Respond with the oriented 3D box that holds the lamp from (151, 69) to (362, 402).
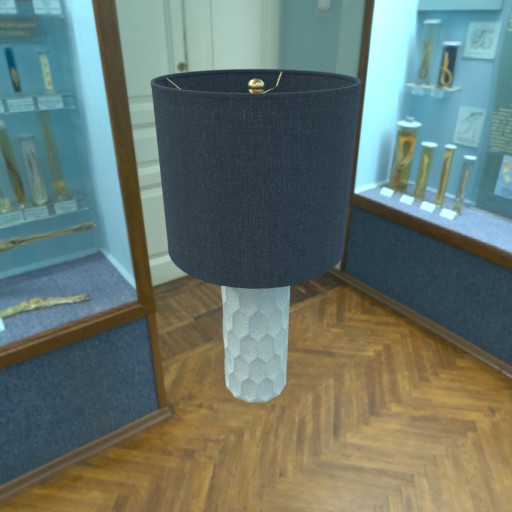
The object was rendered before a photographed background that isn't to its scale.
[{"bbox_3d":[0.000,0.000,0.718,0.277,0.537,0.277,-17,32,-29],"label":"lamp"}]
